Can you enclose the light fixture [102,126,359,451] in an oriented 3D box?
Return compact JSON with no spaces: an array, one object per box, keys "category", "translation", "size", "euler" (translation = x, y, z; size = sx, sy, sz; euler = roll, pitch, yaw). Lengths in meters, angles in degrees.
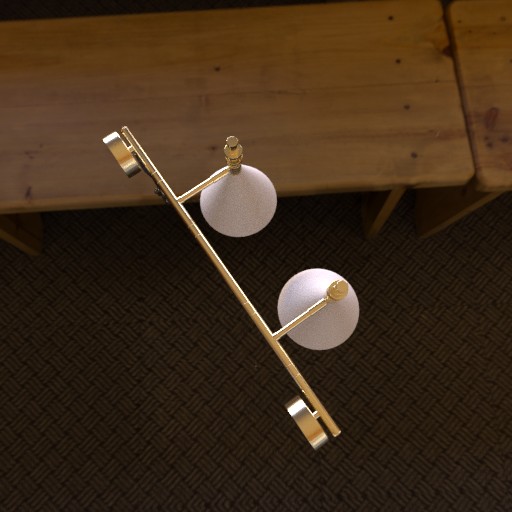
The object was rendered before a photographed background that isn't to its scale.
[{"category":"light fixture","translation":[0.000,0.000,0.872],"size":[0.239,0.468,0.642],"euler":[-34,78,-8]}]
